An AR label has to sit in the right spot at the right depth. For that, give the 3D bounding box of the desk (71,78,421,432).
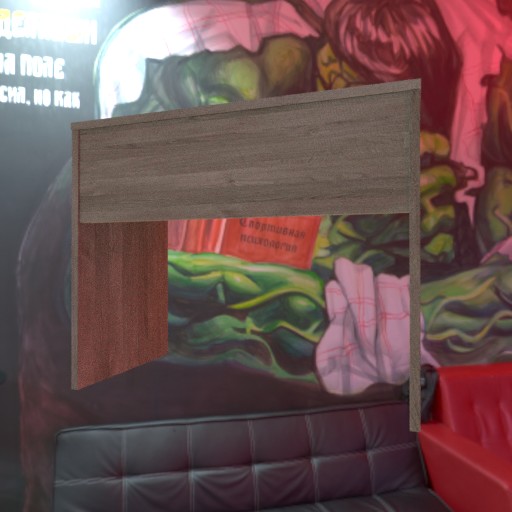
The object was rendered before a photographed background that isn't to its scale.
[{"bbox_3d":[0.000,0.000,1.289,0.893,0.724,0.498,0,0,20],"label":"desk"}]
